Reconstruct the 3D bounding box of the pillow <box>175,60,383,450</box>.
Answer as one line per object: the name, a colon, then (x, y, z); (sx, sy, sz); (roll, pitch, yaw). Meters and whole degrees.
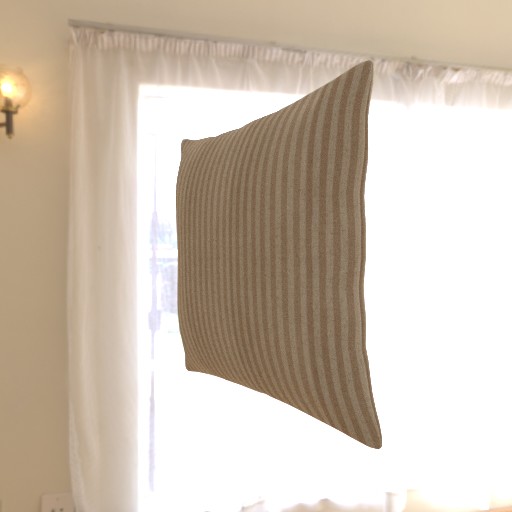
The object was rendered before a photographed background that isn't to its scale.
pillow: (0.000, 0.000, 0.775); (0.166, 0.510, 0.523); (0, 1, -37)
